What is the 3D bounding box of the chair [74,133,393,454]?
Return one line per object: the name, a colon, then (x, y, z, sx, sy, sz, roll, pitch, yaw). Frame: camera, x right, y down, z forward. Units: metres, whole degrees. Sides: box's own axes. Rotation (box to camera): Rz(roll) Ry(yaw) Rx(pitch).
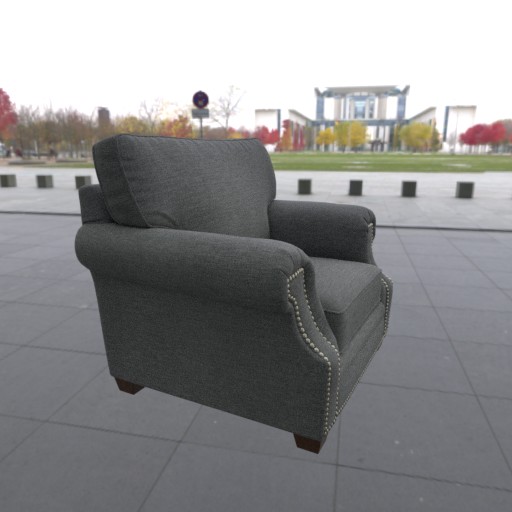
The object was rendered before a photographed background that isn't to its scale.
chair: (0.000, 0.000, 1.817, 0.965, 0.961, 1.092, 7, 15, 27)
